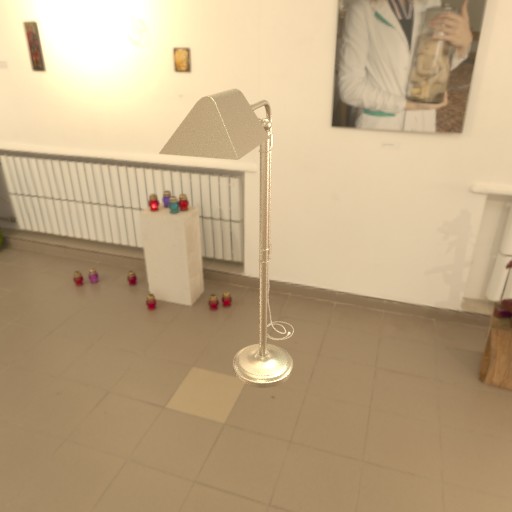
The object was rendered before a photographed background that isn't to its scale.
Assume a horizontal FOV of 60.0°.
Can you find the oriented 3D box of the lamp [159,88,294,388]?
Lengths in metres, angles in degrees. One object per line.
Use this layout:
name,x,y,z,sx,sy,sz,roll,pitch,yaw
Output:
lamp,0.000,0.000,0.968,0.159,0.708,0.546,8,27,16
